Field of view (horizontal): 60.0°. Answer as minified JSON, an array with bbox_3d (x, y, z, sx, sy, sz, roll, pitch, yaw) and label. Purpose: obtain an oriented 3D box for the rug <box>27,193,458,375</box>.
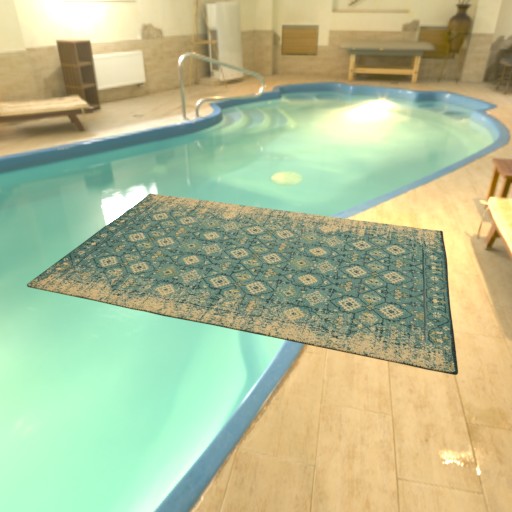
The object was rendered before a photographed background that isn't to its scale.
[{"bbox_3d":[0.000,0.000,2.985,2.449,0.015,1.530,9,32,15],"label":"rug"}]
